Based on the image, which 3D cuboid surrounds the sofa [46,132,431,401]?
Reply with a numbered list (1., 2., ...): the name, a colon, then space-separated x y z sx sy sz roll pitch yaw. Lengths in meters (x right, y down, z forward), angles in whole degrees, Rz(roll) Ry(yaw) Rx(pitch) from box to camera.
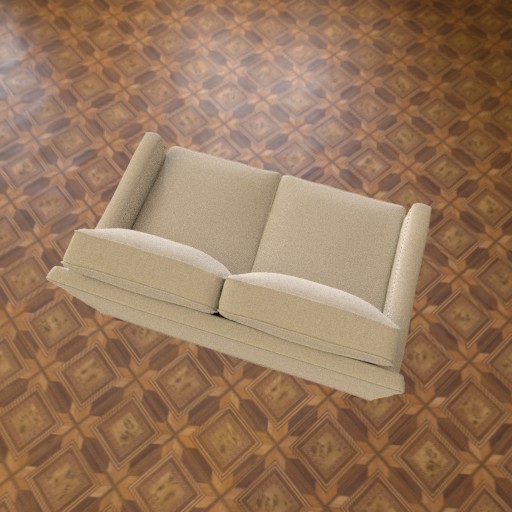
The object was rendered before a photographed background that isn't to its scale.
1. sofa: 0.000 0.000 2.273 1.597 1.003 1.084 16 66 8
